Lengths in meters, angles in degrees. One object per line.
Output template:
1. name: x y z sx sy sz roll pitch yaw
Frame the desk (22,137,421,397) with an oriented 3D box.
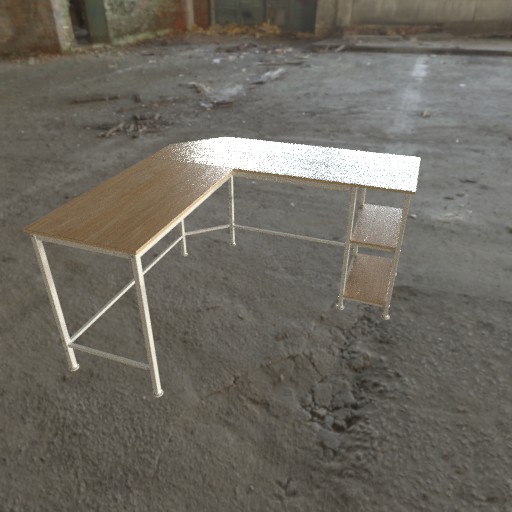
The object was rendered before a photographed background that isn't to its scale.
1. desk: 0.000 0.000 2.219 1.379 0.739 1.379 11 33 17
